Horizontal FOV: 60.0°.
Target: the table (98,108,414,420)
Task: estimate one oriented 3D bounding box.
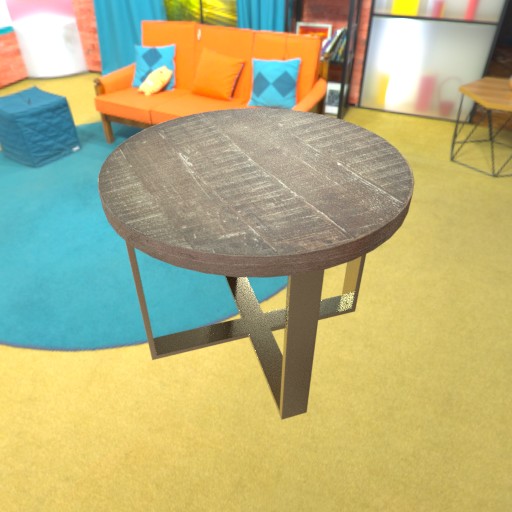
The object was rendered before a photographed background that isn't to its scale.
[{"bbox_3d":[0.000,0.000,0.945,0.557,0.437,0.557,0,38,0],"label":"table"}]
